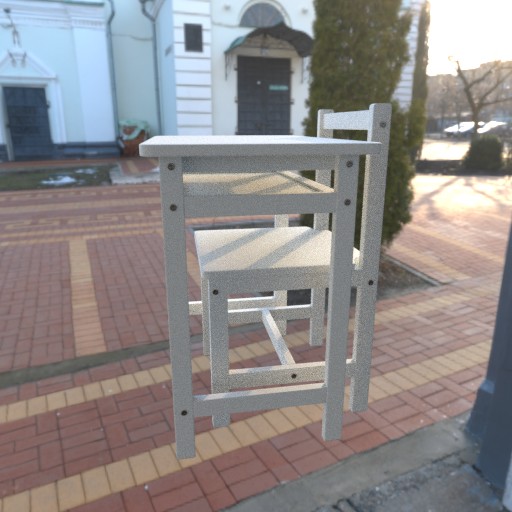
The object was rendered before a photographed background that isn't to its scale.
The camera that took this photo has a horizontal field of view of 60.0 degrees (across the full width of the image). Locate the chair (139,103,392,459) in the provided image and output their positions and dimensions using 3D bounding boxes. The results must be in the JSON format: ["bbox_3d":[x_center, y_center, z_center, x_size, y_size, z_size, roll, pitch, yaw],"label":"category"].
[{"bbox_3d":[0.000,0.000,1.052,0.461,0.673,0.599,-3,17,-10],"label":"chair"}]
